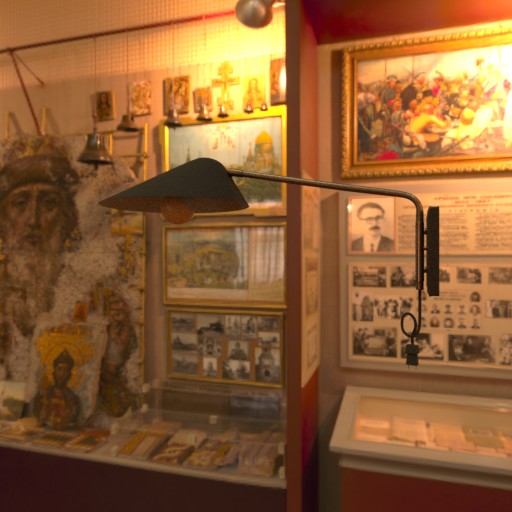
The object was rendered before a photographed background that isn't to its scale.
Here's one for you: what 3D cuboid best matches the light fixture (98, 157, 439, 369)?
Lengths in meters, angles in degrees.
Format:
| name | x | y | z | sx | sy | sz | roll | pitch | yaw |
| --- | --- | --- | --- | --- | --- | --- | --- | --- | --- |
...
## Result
| name | x | y | z | sx | sy | sz | roll | pitch | yaw |
| --- | --- | --- | --- | --- | --- | --- | --- | --- | --- |
| light fixture | 0.000 | 0.000 | 0.679 | 0.516 | 0.312 | 0.240 | 0 | 0 | 19 |
